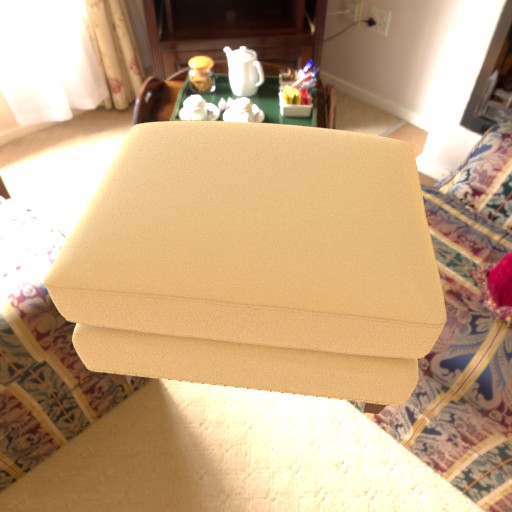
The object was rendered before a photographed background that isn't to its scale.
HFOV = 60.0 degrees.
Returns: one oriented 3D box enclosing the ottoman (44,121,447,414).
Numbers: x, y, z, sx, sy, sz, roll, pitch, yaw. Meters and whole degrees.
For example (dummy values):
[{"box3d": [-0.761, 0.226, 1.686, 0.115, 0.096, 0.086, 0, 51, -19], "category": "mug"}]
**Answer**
[{"box3d": [0.000, 0.000, 1.104, 0.741, 0.513, 0.584, 5, 48, 5], "category": "ottoman"}]
